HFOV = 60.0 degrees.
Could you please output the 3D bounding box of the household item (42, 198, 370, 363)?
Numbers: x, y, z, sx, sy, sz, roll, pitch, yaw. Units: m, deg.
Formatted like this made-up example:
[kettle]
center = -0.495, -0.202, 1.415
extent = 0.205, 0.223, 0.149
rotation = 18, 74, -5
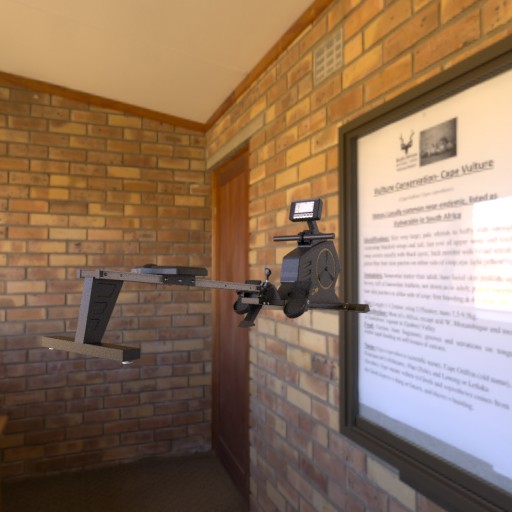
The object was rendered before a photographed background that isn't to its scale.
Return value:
[household item]
center = 0.000, 0.000, 2.579
extent = 0.521, 0.810, 2.251
rotation = -1, -2, 36
